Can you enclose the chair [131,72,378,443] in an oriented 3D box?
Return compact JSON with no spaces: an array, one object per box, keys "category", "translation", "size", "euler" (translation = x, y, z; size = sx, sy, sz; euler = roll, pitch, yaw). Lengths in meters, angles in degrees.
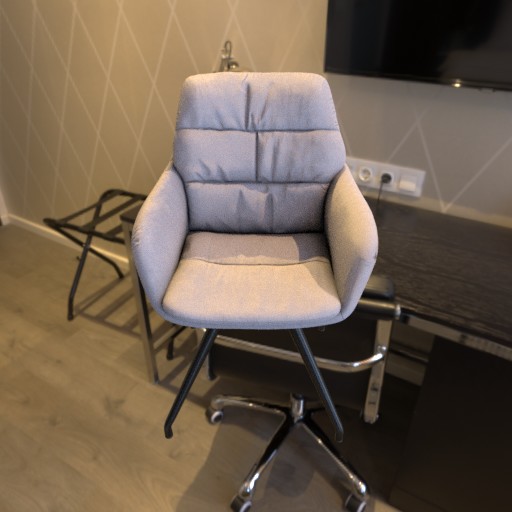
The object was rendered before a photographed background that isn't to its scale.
[{"category":"chair","translation":[0.000,0.000,1.236],"size":[0.579,0.888,0.569],"euler":[1,31,1]}]
